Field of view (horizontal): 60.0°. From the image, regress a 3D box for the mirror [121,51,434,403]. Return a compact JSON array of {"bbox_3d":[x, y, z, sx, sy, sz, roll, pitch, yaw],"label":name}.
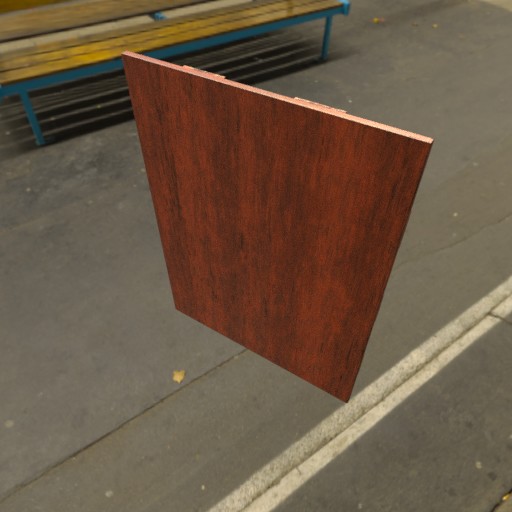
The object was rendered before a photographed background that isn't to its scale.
[{"bbox_3d":[0.000,0.000,1.033,0.600,0.805,0.021,24,51,22],"label":"mirror"}]
